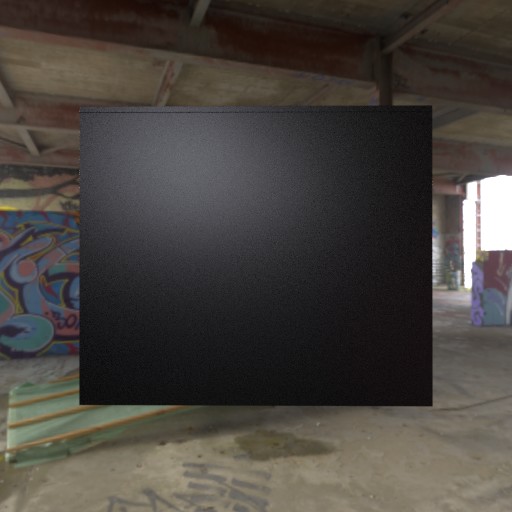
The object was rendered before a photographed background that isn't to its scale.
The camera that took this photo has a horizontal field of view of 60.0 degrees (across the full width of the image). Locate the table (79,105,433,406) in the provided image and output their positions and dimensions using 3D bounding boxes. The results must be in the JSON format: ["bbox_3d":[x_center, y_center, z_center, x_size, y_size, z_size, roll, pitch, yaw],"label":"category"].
[{"bbox_3d":[0.000,0.000,1.357,0.930,0.790,0.380,0,0,1],"label":"table"}]
